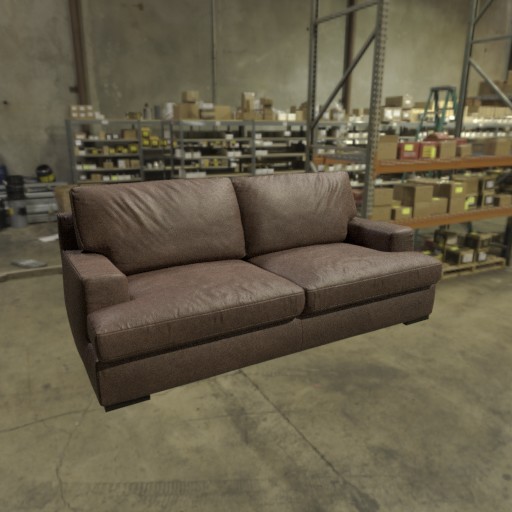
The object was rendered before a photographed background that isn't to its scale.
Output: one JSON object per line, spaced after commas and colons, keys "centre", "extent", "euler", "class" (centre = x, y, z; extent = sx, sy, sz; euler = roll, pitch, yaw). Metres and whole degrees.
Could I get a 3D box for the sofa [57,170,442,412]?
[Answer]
{"centre": [0.000, 0.000, 2.831], "extent": [2.261, 0.941, 1.143], "euler": [-9, 19, -27], "class": "sofa"}
